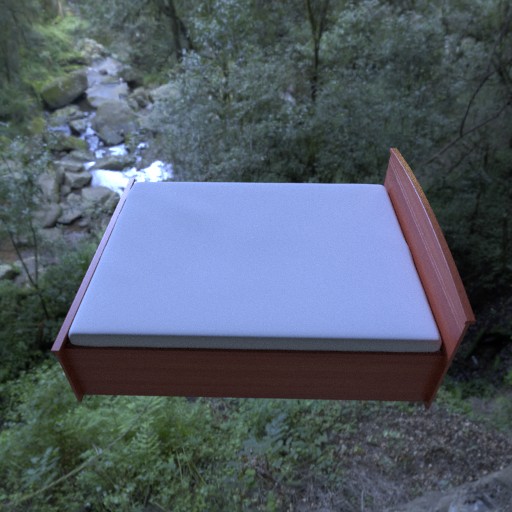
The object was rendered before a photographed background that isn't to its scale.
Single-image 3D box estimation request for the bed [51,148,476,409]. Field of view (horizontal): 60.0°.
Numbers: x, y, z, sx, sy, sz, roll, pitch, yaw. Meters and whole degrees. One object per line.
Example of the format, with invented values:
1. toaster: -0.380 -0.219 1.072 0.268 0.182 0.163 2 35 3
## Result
1. bed: 0.000 0.000 2.917 2.053 0.848 1.683 1 41 1
